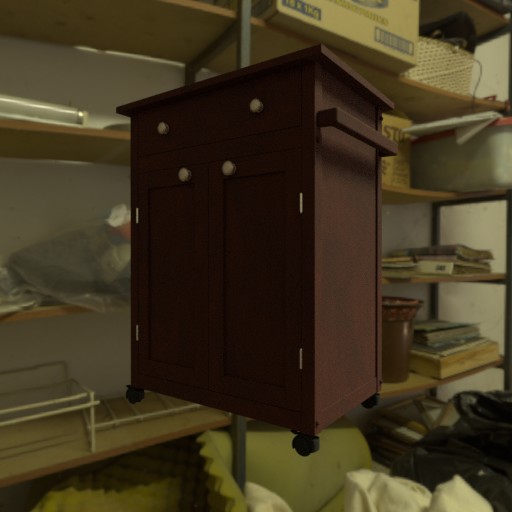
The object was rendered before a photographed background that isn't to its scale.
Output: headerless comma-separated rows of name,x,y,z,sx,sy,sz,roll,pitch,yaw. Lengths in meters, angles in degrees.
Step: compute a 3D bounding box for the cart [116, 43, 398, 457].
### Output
cart,0.000,0.000,1.267,0.683,0.864,0.442,0,0,36
